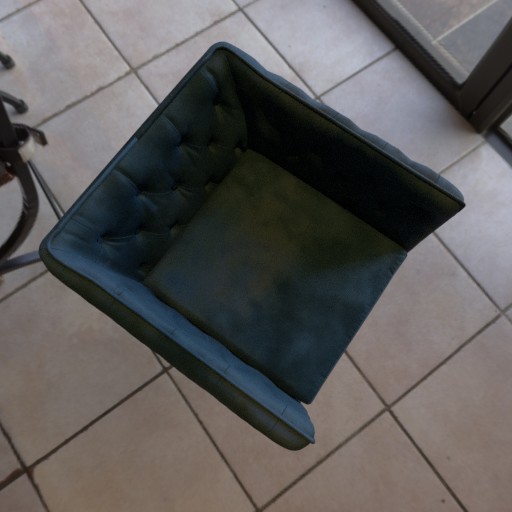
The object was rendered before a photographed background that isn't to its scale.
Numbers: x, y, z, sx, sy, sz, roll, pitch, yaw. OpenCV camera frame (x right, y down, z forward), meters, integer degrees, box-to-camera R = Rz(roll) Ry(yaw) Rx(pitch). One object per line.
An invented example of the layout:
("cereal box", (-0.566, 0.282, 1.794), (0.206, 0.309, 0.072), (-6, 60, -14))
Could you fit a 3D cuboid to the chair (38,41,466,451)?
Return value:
("chair", (0.000, 0.000, 1.531), (0.877, 0.771, 0.868), (35, 78, 8))
